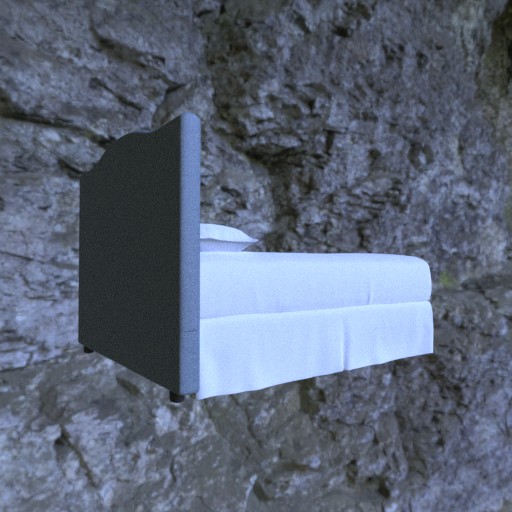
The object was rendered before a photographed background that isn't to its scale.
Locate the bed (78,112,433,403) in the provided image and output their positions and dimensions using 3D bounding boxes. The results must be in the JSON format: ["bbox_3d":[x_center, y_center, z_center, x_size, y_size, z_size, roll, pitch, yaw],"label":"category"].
[{"bbox_3d":[0.000,0.000,3.346,2.143,1.460,1.753,1,-2,-36],"label":"bed"}]
